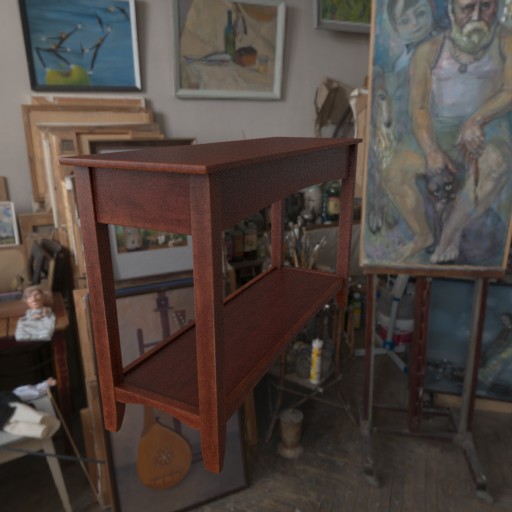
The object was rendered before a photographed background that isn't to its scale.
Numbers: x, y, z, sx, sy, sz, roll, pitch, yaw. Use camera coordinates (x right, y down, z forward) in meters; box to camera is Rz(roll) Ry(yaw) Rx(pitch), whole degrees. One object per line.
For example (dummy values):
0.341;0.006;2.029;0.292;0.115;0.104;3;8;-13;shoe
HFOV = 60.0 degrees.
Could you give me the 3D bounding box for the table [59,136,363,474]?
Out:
0.000;0.000;1.520;0.392;0.739;1.188;9;19;25;table
